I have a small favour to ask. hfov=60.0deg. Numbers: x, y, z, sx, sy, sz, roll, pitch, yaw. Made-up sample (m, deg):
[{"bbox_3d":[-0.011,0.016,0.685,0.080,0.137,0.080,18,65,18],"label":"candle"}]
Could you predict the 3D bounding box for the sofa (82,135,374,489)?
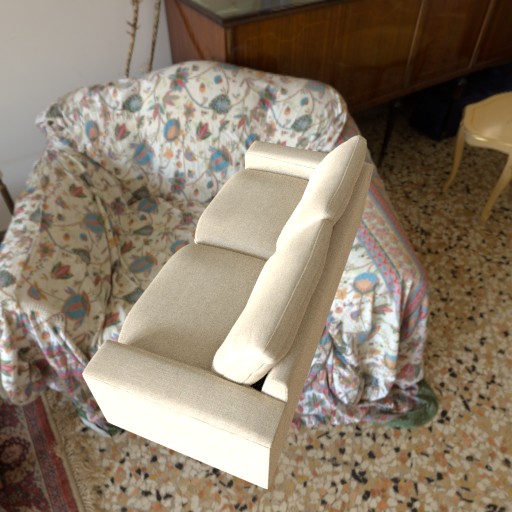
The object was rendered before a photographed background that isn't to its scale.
[{"bbox_3d":[0.000,0.000,2.837,1.040,0.922,2.299,16,47,15],"label":"sofa"}]
